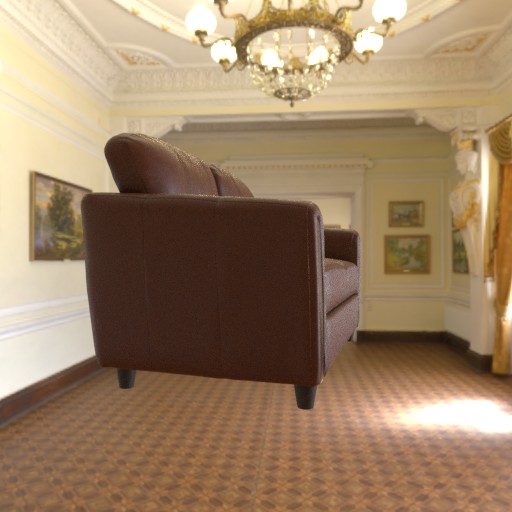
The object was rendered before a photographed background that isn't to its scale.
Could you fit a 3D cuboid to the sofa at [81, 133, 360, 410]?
[{"bbox_3d":[0.000,0.000,1.963,0.805,0.906,1.406,0,-1,18],"label":"sofa"}]
